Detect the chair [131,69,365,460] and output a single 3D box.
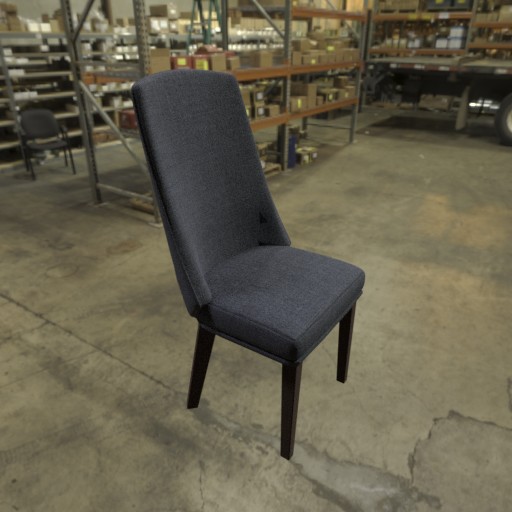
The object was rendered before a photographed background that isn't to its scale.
[{"bbox_3d":[0.000,0.000,1.376,0.577,1.050,0.510,17,31,30],"label":"chair"}]
